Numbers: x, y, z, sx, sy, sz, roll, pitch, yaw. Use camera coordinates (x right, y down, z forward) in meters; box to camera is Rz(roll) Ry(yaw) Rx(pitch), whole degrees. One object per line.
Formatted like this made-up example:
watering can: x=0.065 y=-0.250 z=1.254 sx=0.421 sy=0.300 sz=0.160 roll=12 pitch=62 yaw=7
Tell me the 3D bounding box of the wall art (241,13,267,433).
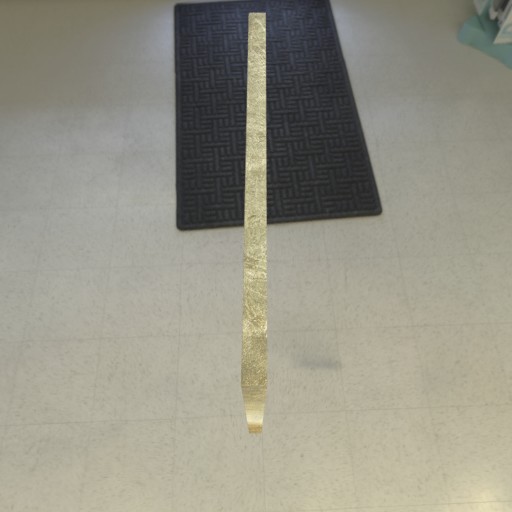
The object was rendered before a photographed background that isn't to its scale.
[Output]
wall art: x=0.000 y=0.000 z=1.580 sx=0.051 sy=1.091 sz=1.092 roll=0 pitch=64 yaw=0
